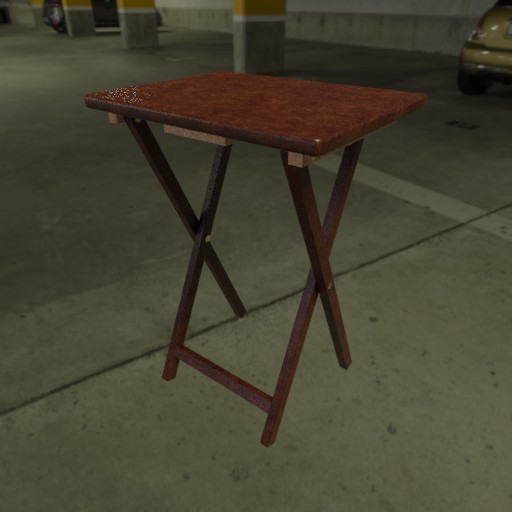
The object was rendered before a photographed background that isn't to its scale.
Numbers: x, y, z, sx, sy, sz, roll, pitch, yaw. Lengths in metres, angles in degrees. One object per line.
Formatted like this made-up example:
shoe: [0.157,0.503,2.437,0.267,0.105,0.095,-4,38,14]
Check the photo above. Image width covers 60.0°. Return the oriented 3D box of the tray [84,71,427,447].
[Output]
tray: [0.000,0.000,0.948,0.483,0.660,0.381,21,36,32]
